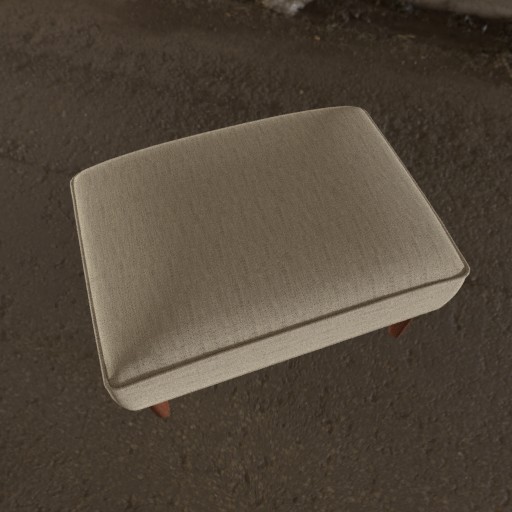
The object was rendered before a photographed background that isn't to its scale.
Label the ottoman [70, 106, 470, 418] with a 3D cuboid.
[{"bbox_3d":[0.000,0.000,1.152,0.794,0.465,0.594,-16,60,-10],"label":"ottoman"}]
